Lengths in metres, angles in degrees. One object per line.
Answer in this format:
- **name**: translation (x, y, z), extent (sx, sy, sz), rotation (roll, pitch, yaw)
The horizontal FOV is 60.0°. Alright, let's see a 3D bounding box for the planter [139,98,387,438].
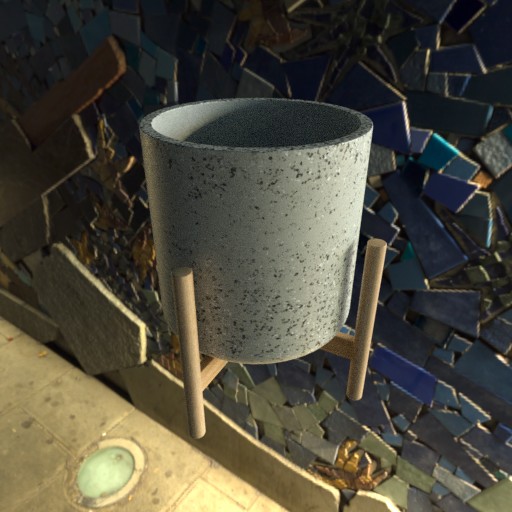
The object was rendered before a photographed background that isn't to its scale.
- **planter**: translation (0.000, 0.000, 0.692), extent (0.360, 0.419, 0.360), rotation (-22, 36, -33)
